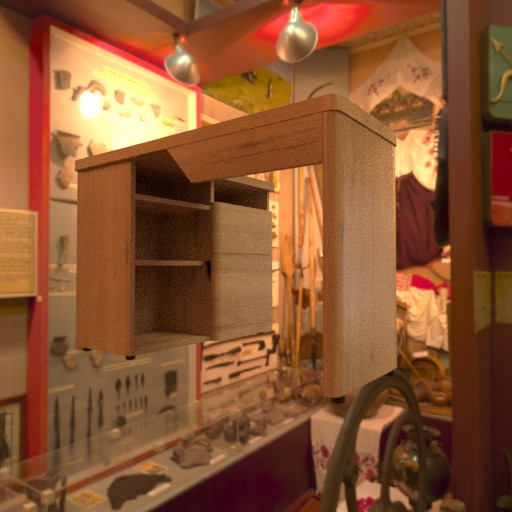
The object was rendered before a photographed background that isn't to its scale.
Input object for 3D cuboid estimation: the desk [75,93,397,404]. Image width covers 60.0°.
[{"bbox_3d":[0.000,0.000,1.773,1.169,0.760,0.900,-1,-2,37],"label":"desk"}]
